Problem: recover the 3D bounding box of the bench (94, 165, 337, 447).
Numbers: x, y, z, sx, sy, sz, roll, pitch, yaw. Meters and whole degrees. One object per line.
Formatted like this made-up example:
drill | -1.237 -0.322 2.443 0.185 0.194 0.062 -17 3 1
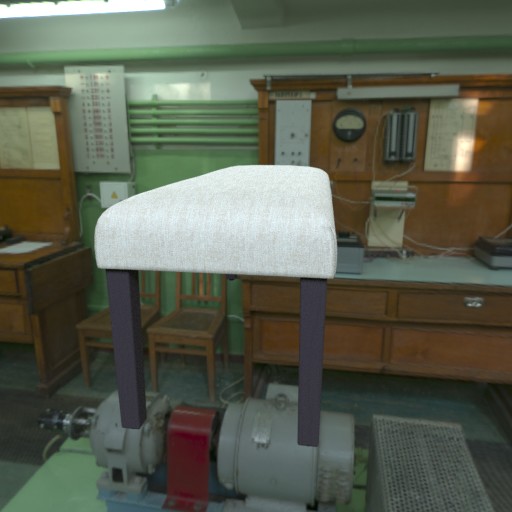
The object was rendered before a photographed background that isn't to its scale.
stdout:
bench | 0.000 0.000 1.238 0.407 0.456 1.013 2 15 8
